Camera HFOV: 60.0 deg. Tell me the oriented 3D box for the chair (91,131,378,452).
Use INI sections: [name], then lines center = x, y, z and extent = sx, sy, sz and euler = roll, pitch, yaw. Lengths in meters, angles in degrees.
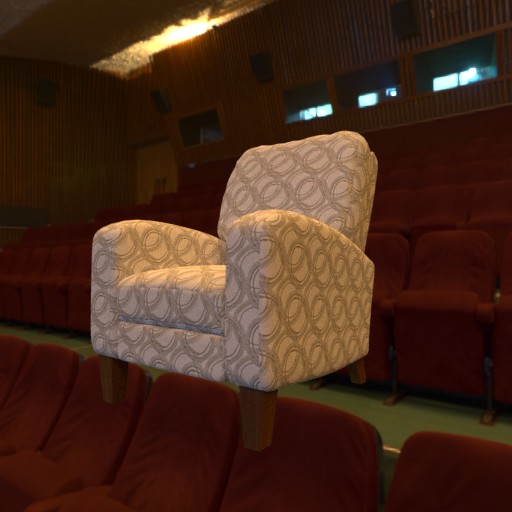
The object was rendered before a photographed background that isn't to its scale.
[chair]
center = 0.000, 0.000, 1.781
extent = 0.796, 1.065, 0.995
euler = 0, 0, 37
